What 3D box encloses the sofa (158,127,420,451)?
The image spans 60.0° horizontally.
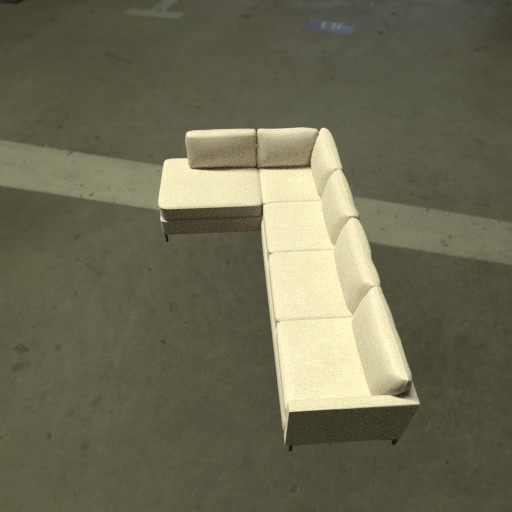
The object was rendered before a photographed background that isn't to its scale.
[{"bbox_3d":[0.000,0.000,4.320,2.048,0.996,3.384,-2,46,-2],"label":"sofa"}]
